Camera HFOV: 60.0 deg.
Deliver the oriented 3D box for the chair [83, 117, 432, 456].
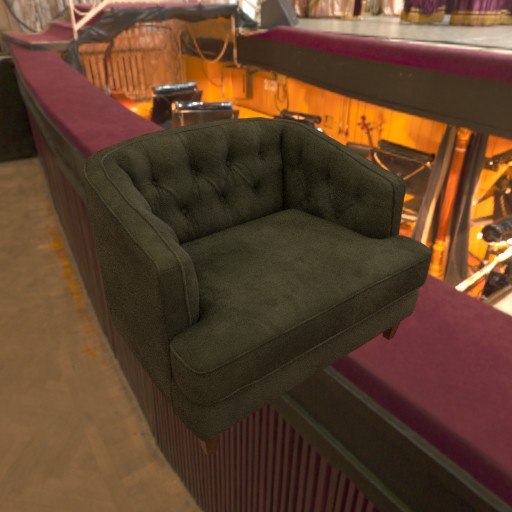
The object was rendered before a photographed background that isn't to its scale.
[{"bbox_3d":[0.000,0.000,1.760,1.104,0.852,0.941,-21,37,-32],"label":"chair"}]
